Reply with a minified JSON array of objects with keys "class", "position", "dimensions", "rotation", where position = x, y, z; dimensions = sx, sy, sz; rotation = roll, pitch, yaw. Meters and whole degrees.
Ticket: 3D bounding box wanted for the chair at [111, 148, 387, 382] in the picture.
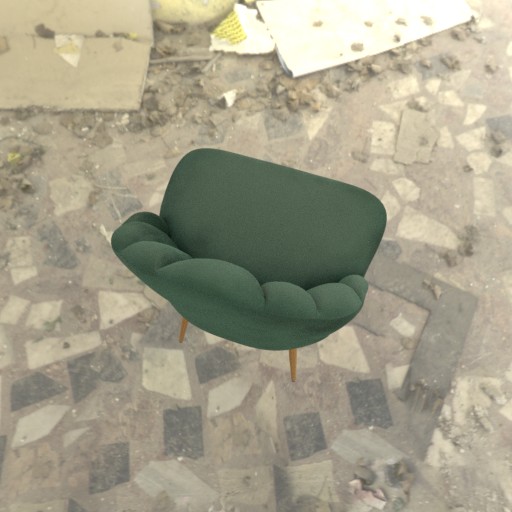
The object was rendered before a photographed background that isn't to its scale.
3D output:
[{"class":"chair","position":[0.000,0.000,1.280],"dimensions":[0.657,0.819,0.599],"rotation":[17,64,9]}]
